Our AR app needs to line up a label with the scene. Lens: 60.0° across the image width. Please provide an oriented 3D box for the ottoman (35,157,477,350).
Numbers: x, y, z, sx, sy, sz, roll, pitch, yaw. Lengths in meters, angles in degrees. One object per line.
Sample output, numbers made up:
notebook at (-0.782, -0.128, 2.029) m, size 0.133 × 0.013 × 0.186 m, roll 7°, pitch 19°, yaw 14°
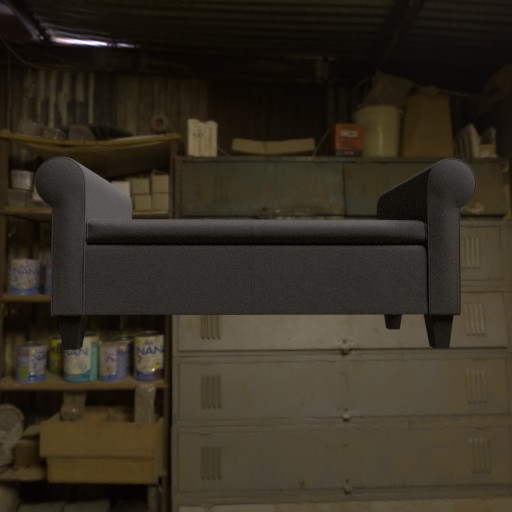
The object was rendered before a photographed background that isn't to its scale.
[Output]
ottoman at (0.000, 0.000, 1.501) m, size 1.256 × 0.547 × 0.521 m, roll 0°, pitch -2°, yaw -1°
